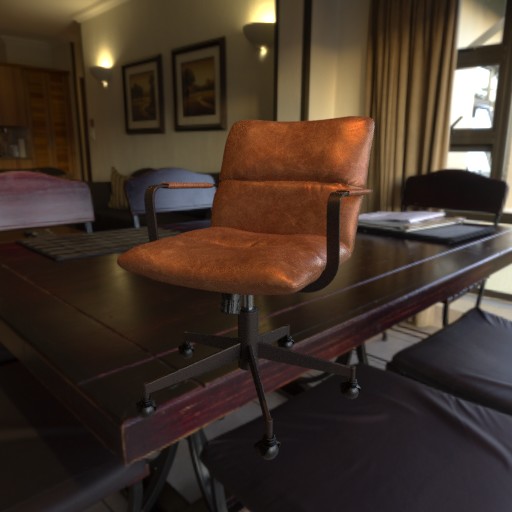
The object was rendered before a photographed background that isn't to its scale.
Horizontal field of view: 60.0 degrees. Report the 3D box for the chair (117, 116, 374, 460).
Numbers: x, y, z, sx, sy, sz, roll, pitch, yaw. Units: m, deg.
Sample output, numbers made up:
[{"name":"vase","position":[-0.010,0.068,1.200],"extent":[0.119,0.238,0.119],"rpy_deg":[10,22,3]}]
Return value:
[{"name":"chair","position":[0.000,0.000,1.475],"extent":[0.727,0.922,0.754],"rpy_deg":[6,15,26]}]
